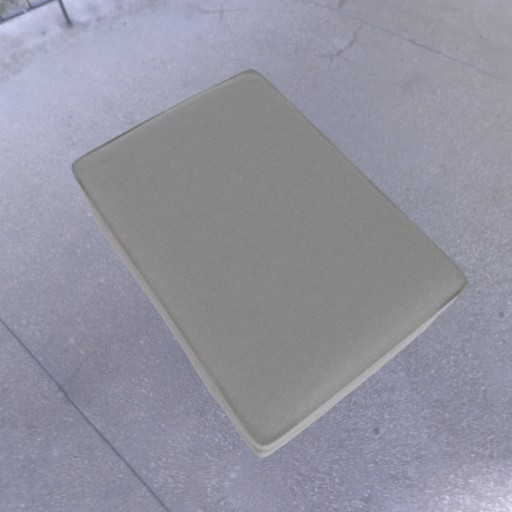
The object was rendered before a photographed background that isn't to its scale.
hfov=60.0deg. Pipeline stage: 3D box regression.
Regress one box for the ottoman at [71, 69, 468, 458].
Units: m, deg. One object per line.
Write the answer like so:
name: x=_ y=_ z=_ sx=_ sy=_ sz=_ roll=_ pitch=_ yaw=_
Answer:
ottoman: x=0.000 y=0.000 z=1.212 sx=0.611 sy=0.482 sz=0.848 roll=-33 pitch=69 yaw=-15
